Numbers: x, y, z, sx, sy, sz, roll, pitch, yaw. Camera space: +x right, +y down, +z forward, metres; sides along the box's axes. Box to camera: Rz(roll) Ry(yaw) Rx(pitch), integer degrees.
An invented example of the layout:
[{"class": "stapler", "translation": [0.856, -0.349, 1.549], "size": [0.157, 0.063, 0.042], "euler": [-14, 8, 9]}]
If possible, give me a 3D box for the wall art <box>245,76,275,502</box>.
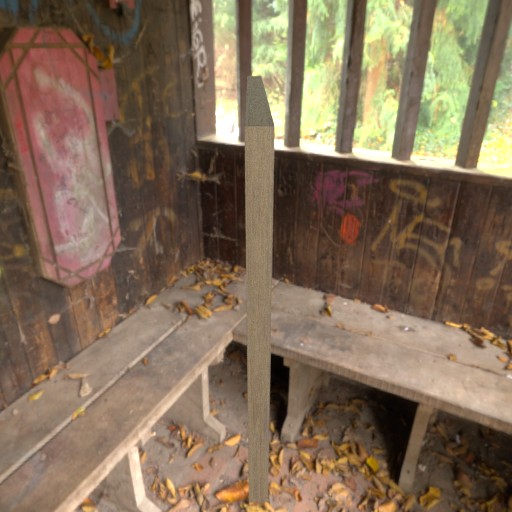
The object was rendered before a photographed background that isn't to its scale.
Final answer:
[{"class": "wall art", "translation": [0.000, 0.000, 1.083], "size": [0.039, 0.758, 0.758], "euler": [0, 27, -1]}]
